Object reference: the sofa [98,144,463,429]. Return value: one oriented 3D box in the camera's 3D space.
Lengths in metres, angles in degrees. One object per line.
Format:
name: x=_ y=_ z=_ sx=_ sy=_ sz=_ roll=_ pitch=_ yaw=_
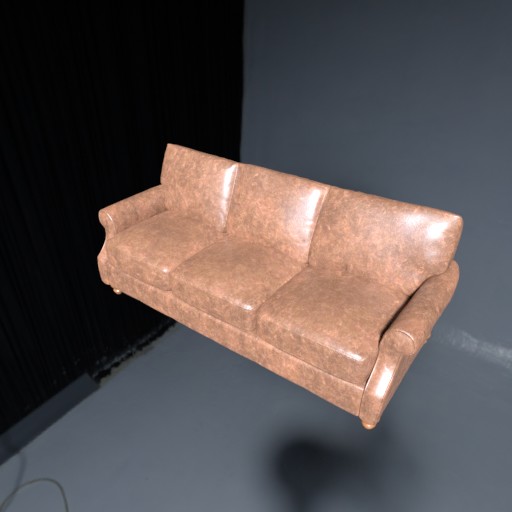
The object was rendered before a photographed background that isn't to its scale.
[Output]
sofa: x=0.000 y=0.000 z=2.888 sx=2.351 sy=0.977 sz=0.973 roll=21 pitch=36 yaw=31
